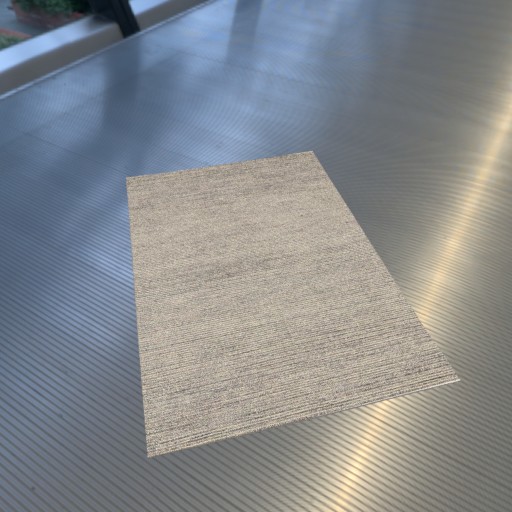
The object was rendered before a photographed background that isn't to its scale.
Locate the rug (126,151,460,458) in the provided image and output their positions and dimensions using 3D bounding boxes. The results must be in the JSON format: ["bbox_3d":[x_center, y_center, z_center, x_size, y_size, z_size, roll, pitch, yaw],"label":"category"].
[{"bbox_3d":[0.000,0.000,2.943,1.604,0.030,2.307,-10,45,-10],"label":"rug"}]
